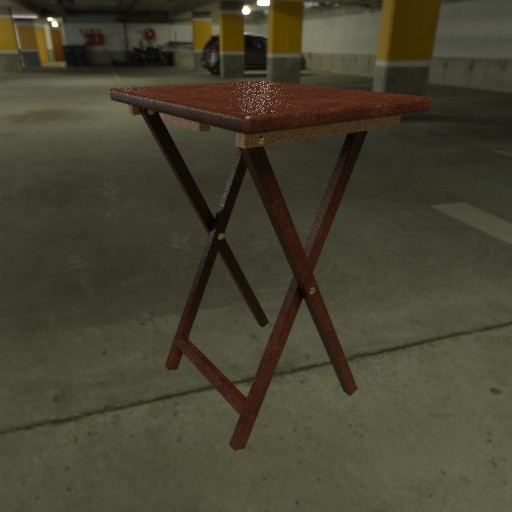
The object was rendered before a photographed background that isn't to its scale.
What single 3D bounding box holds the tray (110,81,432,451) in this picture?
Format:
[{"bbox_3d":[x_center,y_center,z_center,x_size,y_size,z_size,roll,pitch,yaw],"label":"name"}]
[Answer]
[{"bbox_3d":[0.000,0.000,0.949,0.381,0.660,0.483,-17,30,-32],"label":"tray"}]
